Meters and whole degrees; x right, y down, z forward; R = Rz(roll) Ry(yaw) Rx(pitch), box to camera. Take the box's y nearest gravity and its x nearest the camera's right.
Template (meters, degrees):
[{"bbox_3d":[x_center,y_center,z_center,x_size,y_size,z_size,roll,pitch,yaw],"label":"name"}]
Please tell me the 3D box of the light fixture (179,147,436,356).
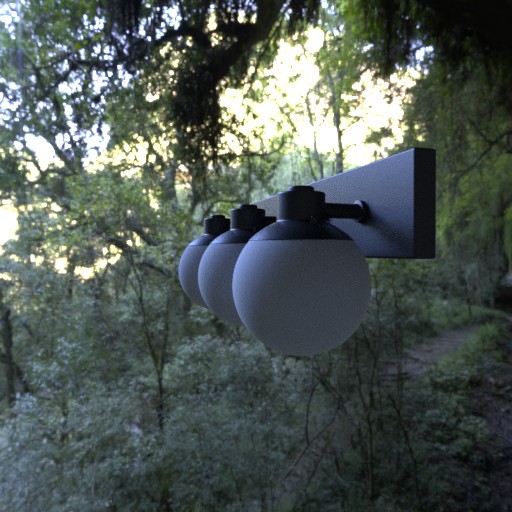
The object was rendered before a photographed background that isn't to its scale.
[{"bbox_3d":[0.000,0.000,0.840,0.218,0.263,0.721,0,1,-18],"label":"light fixture"}]
